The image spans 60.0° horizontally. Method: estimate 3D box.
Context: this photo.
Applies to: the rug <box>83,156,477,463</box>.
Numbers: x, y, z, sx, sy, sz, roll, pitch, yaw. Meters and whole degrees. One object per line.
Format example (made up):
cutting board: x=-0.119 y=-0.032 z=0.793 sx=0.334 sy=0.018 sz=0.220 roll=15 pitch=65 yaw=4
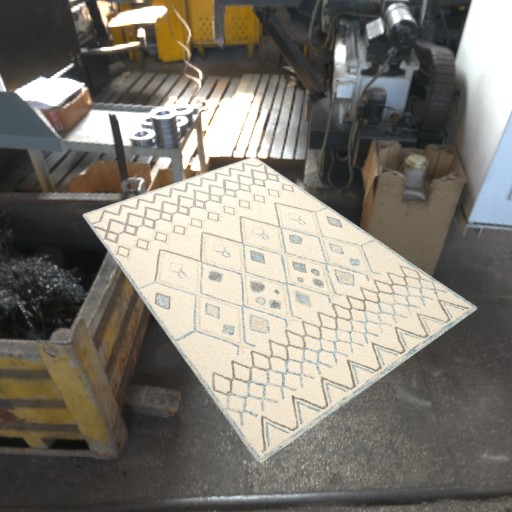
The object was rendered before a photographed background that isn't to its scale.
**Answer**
rug: x=0.000 y=0.000 z=2.364 sx=1.260 sy=0.009 sz=1.820 roll=-25 pitch=46 yaw=-26
